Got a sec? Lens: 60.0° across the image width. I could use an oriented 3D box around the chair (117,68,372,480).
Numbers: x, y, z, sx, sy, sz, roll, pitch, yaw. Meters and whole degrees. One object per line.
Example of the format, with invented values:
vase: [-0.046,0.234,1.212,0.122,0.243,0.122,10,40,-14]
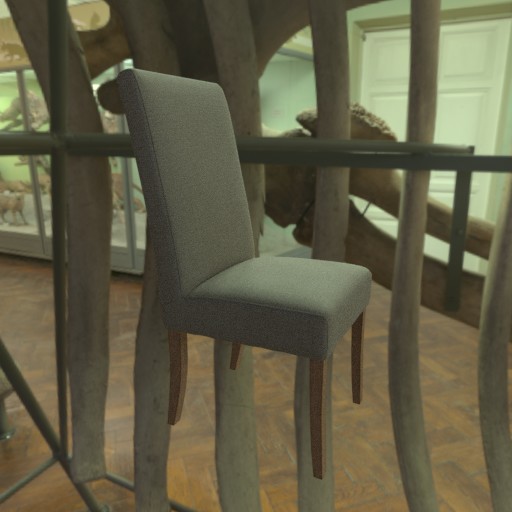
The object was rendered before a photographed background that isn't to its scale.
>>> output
chair: [0.000,0.000,1.329,0.611,1.033,0.450,8,17,26]
